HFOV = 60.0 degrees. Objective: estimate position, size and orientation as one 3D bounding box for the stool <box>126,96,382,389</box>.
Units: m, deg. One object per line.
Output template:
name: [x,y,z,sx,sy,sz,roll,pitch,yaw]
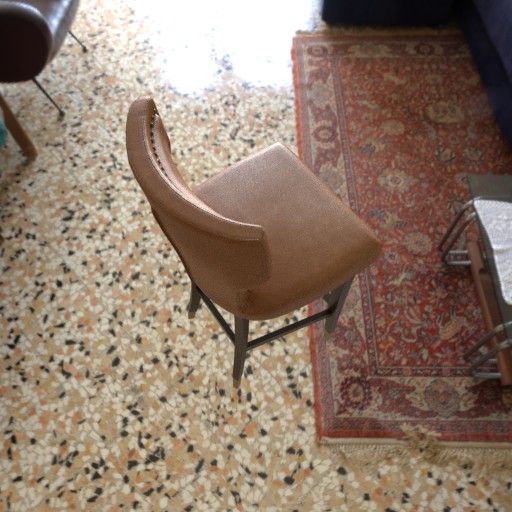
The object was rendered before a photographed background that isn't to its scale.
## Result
stool: [0.000,0.000,1.439,0.563,1.092,0.526,-31,63,-17]
